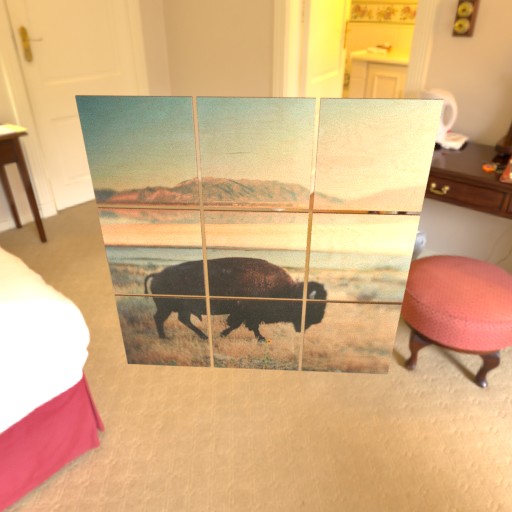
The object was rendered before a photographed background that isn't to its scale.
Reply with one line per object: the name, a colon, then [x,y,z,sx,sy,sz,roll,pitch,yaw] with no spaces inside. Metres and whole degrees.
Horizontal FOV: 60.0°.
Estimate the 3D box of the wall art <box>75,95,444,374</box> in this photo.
wall art: [0.000,0.000,2.232,1.533,1.532,0.019,2,30,3]
